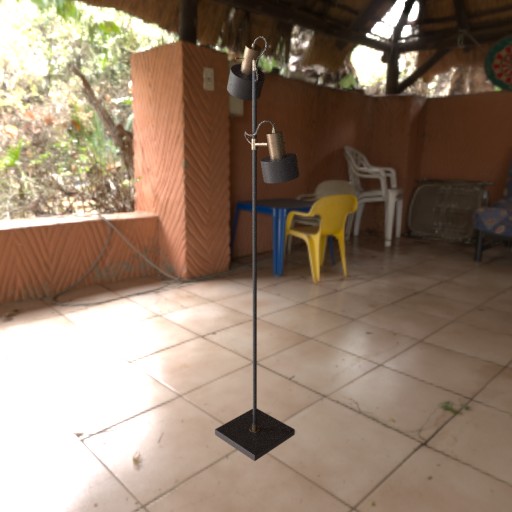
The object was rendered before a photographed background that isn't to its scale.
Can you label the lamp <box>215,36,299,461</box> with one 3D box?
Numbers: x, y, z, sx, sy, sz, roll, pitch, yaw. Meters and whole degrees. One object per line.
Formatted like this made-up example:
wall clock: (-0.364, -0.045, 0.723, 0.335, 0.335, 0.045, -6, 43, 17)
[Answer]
lamp: (0.000, 0.000, 1.650, 0.315, 1.505, 0.233, 12, 17, 44)
